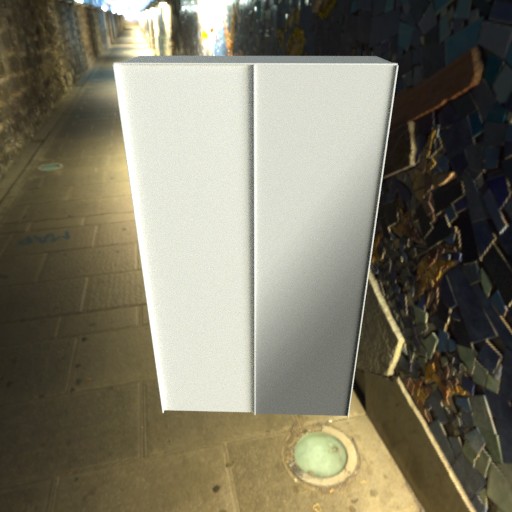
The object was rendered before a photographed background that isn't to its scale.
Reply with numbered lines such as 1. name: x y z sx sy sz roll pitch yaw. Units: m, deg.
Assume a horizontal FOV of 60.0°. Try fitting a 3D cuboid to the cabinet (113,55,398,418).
1. cabinet: 0.000 0.000 2.646 1.250 2.160 0.480 1 29 2
